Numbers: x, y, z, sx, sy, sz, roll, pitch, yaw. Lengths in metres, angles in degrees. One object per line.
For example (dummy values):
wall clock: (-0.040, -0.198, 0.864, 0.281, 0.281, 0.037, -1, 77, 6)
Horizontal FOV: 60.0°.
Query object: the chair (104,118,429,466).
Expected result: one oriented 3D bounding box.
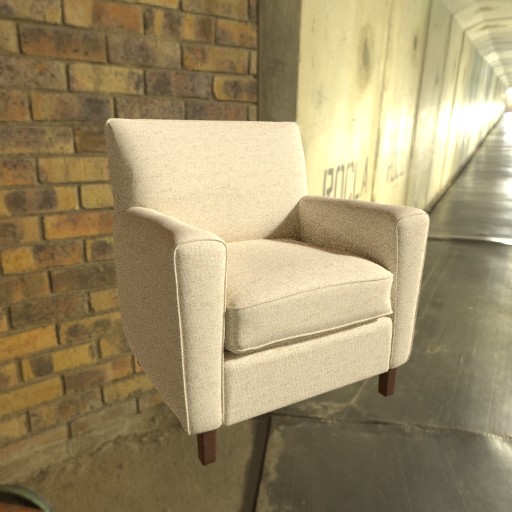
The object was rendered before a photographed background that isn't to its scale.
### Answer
chair: (0.000, 0.000, 1.574, 0.870, 0.943, 0.823, -8, 17, -28)
